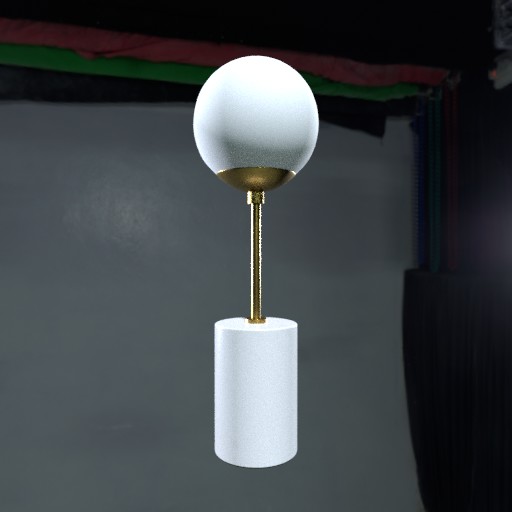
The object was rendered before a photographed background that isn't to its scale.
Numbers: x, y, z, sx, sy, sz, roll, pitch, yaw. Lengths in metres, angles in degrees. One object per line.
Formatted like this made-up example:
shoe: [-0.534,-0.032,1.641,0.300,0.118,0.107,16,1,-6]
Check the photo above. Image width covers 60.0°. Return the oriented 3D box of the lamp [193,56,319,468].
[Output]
lamp: [0.000,0.000,0.549,0.153,0.480,0.153,0,0,0]
